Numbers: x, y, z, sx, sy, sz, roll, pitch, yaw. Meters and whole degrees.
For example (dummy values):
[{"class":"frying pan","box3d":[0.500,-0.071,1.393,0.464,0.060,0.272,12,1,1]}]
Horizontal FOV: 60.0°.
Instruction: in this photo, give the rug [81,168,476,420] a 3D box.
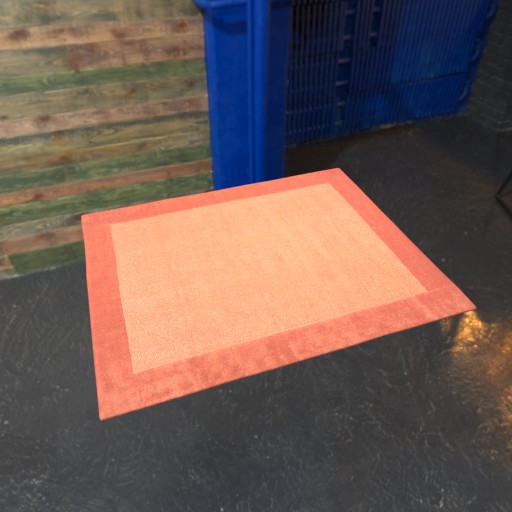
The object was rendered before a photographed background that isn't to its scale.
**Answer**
[{"class":"rug","box3d":[0.000,0.000,4.083,2.976,0.018,2.430,-13,42,-15]}]
